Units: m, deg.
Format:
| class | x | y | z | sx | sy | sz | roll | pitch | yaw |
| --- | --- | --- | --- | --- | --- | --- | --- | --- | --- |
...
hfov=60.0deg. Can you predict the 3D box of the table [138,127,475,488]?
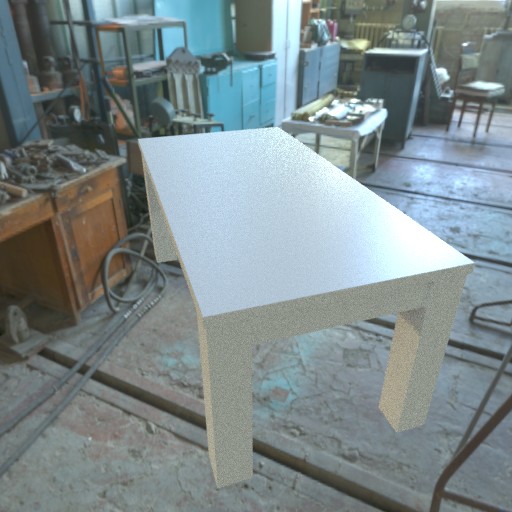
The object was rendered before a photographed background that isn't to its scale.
| class | x | y | z | sx | sy | sz | roll | pitch | yaw |
| --- | --- | --- | --- | --- | --- | --- | --- | --- | --- |
| table | 0.000 | 0.000 | 2.247 | 0.900 | 0.790 | 1.800 | -10 | 32 | -16 |
